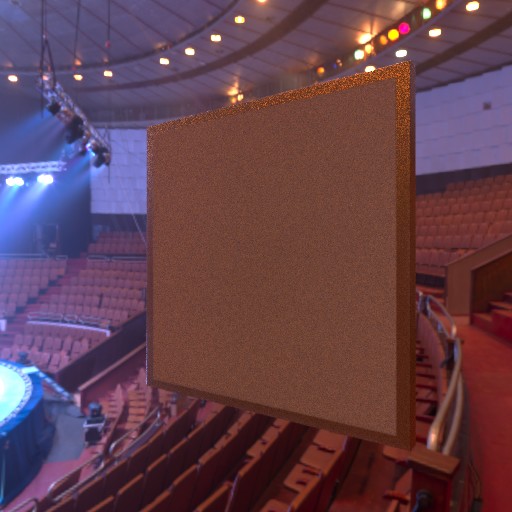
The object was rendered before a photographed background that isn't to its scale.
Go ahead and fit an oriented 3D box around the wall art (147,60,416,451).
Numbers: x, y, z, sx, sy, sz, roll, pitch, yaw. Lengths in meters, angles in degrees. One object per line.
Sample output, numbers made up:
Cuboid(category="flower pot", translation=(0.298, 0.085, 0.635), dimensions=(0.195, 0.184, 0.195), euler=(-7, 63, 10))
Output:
Cuboid(category="wall art", translation=(0.000, 0.000, 1.097), dimensions=(0.762, 0.760, 0.037), euler=(0, 0, 35))
